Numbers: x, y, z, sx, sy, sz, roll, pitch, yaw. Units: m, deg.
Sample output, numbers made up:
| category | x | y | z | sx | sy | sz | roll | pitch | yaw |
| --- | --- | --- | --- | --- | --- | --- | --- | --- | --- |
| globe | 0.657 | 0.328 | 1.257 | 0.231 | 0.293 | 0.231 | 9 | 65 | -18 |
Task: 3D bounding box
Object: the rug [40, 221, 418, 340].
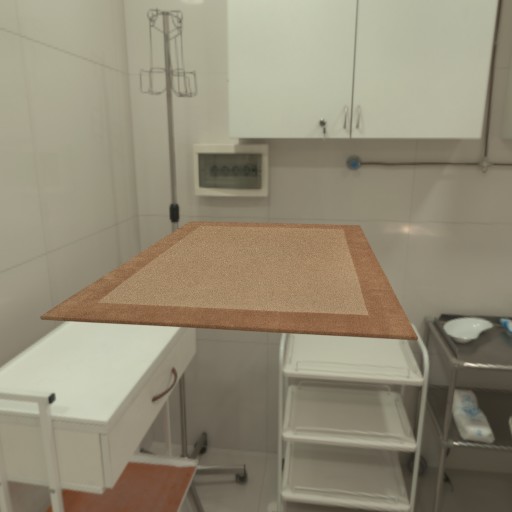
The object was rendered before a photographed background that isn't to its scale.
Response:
| category | x | y | z | sx | sy | sz | roll | pitch | yaw |
| --- | --- | --- | --- | --- | --- | --- | --- | --- | --- |
| rug | 0.000 | 0.000 | 2.280 | 1.219 | 0.014 | 1.829 | 2 | 15 | 7 |
